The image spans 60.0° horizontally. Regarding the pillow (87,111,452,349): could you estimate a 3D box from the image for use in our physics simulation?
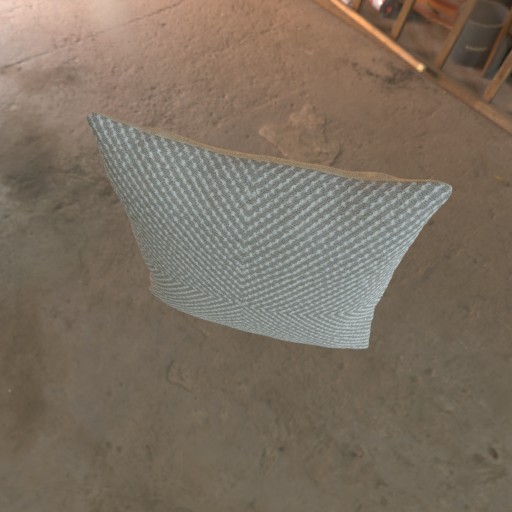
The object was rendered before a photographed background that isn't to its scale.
[{"bbox_3d":[0.000,0.000,0.718,0.459,0.458,0.181,13,59,8],"label":"pillow"}]
